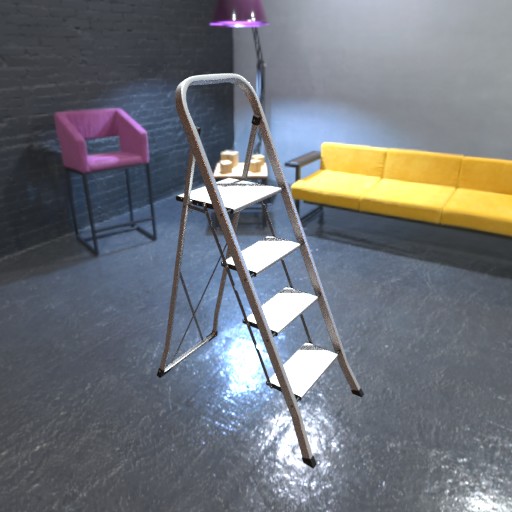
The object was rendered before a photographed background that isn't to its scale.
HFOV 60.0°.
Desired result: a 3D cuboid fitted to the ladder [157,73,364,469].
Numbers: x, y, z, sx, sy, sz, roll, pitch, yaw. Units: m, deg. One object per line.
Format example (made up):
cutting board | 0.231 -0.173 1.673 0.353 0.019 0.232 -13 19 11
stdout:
ladder | 0.000 0.000 1.709 0.830 1.290 0.465 16 30 31
